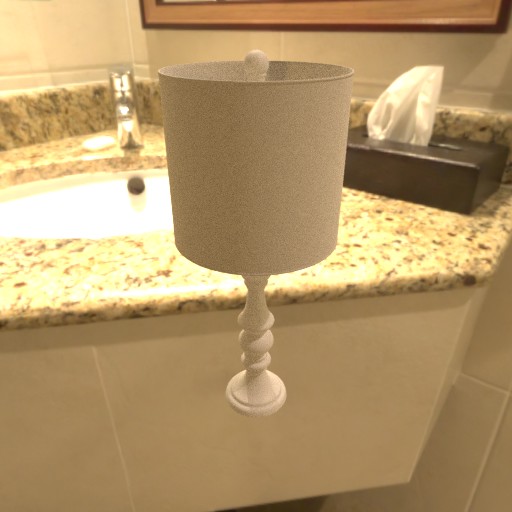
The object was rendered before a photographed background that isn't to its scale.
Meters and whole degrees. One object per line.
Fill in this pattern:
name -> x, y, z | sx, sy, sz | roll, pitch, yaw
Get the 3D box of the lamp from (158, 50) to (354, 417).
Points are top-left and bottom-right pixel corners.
lamp -> 0.000, 0.000, 0.706 | 0.250, 0.597, 0.250 | 0, 28, -1
